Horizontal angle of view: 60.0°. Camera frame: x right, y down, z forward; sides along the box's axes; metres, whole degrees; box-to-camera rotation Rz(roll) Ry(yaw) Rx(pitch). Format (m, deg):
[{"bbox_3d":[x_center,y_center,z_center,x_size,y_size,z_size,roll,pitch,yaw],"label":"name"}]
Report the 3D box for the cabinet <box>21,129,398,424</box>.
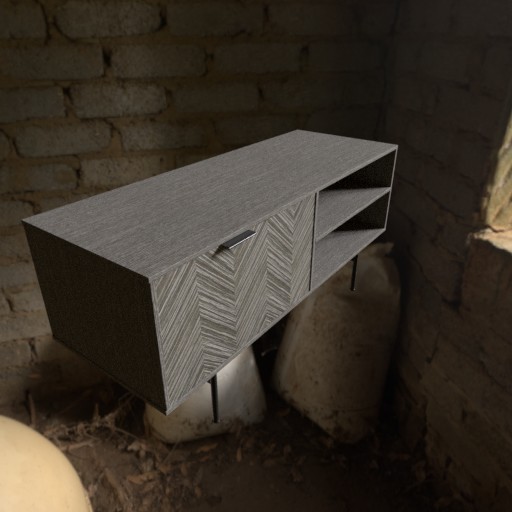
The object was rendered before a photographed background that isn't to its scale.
[{"bbox_3d":[0.000,0.000,1.579,0.500,0.599,1.300,19,34,32],"label":"cabinet"}]
